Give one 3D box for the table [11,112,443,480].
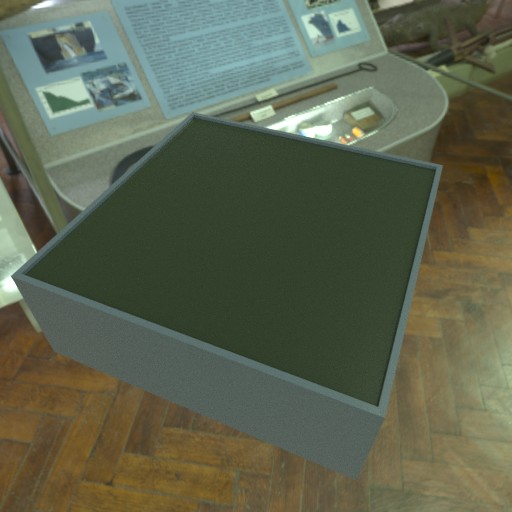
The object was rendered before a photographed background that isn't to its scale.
[{"bbox_3d":[0.000,0.000,1.203,0.801,0.299,0.801,17,47,16],"label":"table"}]
